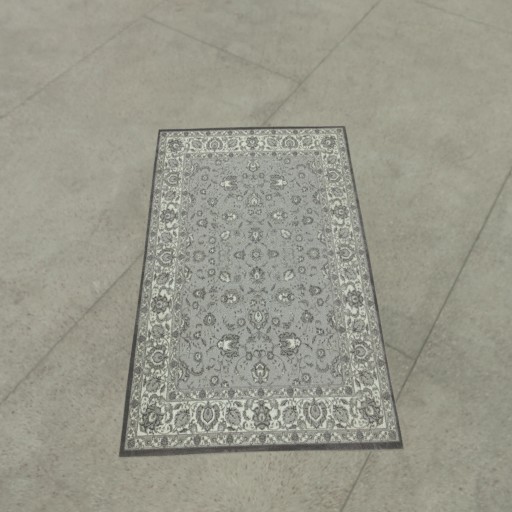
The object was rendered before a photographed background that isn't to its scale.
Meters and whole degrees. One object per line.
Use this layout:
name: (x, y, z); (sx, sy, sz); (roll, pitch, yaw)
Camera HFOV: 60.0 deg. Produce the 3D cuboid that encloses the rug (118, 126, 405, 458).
rug: (0.000, 0.000, 2.966); (1.524, 0.011, 2.438); (-1, 59, -1)
